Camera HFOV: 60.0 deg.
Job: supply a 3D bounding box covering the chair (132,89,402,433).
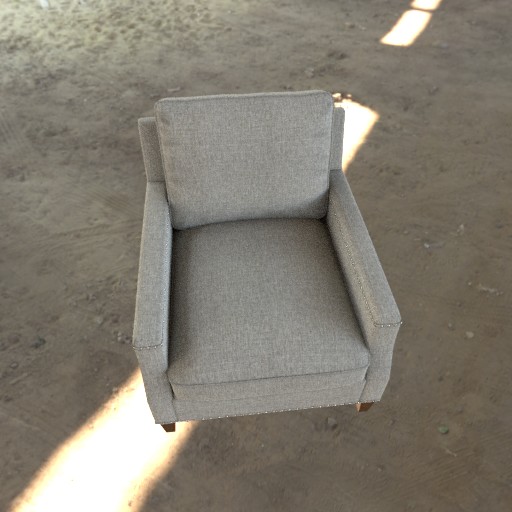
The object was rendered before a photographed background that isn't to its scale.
[{"bbox_3d":[0.000,0.000,1.715,0.853,0.943,1.014,-5,47,-4],"label":"chair"}]
